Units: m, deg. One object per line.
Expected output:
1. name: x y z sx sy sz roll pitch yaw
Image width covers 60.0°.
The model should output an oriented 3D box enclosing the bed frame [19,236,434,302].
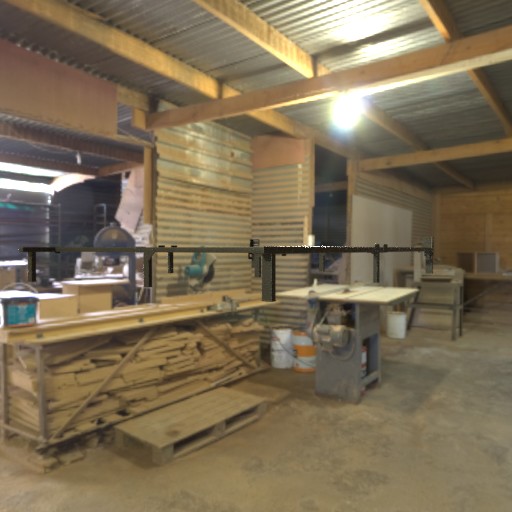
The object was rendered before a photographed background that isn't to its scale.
1. bed frame: 0.000 0.000 2.585 1.498 0.248 1.990 1 1 36
